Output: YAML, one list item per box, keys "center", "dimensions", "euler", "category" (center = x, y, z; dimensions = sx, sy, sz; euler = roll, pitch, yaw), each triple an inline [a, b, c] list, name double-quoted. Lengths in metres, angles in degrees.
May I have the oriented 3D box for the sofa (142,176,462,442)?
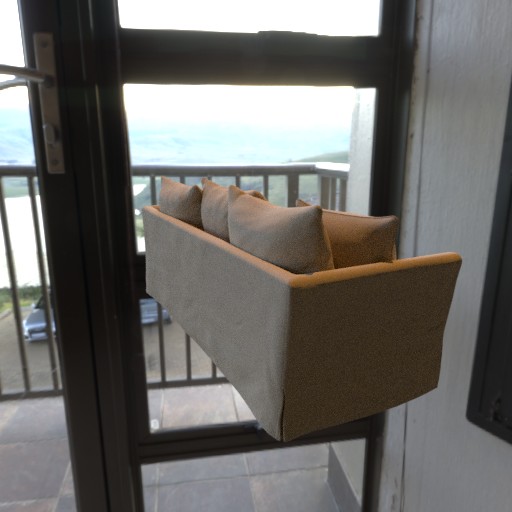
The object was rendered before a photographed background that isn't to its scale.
- center: [0.000, 0.000, 3.063]
  dimensions: [1.046, 1.047, 2.499]
  euler: [-7, 16, -26]
  category: "sofa"
